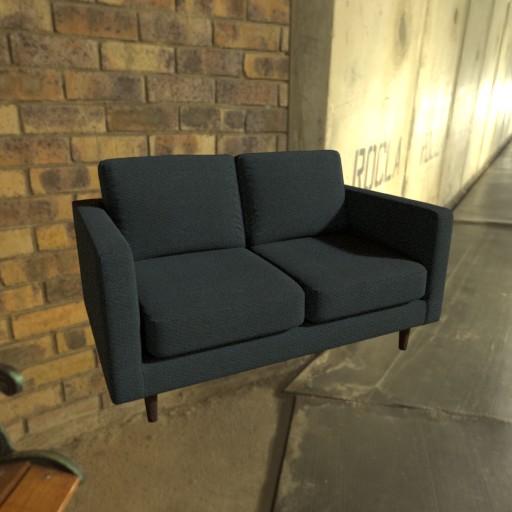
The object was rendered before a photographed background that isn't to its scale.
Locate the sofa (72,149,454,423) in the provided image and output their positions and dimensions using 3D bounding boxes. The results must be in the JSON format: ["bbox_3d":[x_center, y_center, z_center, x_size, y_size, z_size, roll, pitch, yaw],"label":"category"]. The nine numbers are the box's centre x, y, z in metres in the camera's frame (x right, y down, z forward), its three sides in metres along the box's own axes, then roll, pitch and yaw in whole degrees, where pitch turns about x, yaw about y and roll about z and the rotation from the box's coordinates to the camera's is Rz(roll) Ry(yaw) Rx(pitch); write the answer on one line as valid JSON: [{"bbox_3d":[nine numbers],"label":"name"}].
[{"bbox_3d":[0.000,0.000,2.113,1.518,0.930,0.999,-8,19,-24],"label":"sofa"}]
